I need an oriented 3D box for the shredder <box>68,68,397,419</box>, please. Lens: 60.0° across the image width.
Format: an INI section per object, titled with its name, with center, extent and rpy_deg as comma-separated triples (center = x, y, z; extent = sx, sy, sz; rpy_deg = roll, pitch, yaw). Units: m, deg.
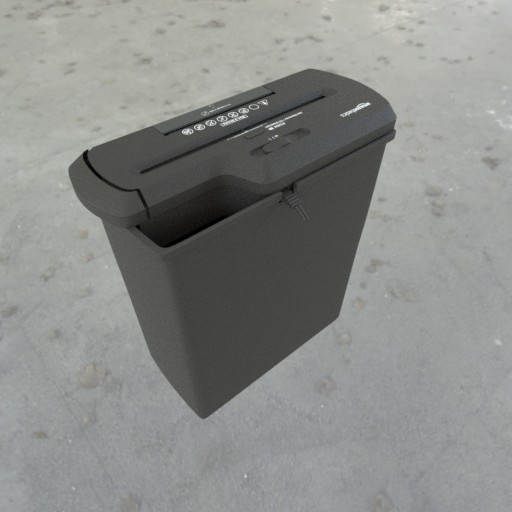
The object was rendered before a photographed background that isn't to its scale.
[shredder]
center = 0.000, 0.000, 0.518
extent = 0.320, 0.335, 0.170
rpy_deg = -31, 52, -27
